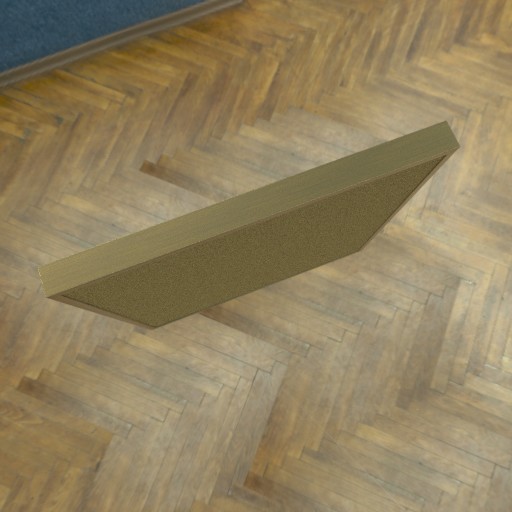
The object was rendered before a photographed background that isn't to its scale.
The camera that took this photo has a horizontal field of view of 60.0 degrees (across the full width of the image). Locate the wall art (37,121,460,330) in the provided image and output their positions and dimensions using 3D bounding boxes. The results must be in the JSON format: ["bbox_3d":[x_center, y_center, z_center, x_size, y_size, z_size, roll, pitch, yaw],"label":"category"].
[{"bbox_3d":[0.000,0.000,0.753,0.505,0.505,0.037,-20,77,-5],"label":"wall art"}]
